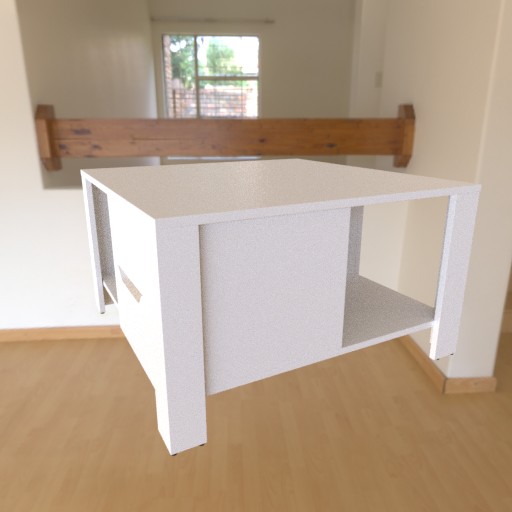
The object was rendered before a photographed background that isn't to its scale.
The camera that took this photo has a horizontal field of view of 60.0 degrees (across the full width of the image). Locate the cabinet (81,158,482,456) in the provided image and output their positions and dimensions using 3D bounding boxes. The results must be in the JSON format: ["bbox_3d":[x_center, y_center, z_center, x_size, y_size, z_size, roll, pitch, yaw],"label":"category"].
[{"bbox_3d":[0.000,0.000,1.284,0.800,0.460,0.800,-9,20,-27],"label":"cabinet"}]
